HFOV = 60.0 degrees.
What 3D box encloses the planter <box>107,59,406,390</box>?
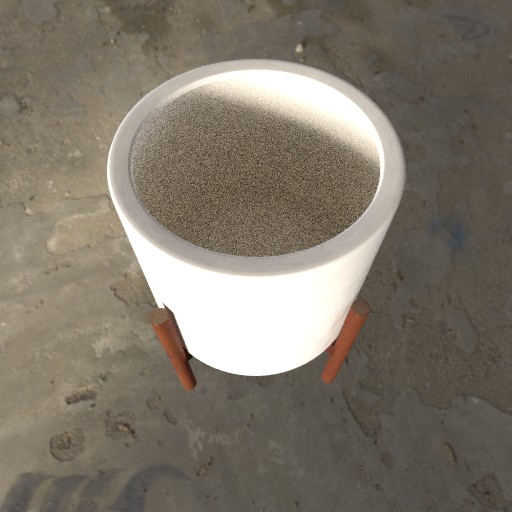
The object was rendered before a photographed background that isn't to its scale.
[{"bbox_3d":[0.000,0.000,0.875,0.421,0.581,0.420,1,59,0],"label":"planter"}]
